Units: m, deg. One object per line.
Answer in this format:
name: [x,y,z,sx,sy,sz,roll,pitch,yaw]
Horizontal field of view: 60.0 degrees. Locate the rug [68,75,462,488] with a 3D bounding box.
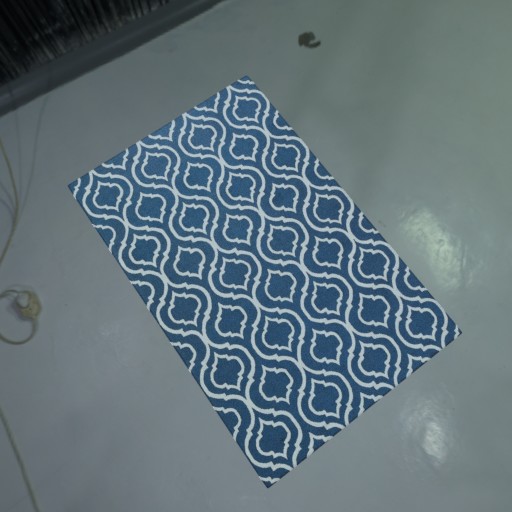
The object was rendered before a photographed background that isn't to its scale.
rug: [0.000,0.000,2.192,1.143,0.010,1.753,-35,77,-9]
